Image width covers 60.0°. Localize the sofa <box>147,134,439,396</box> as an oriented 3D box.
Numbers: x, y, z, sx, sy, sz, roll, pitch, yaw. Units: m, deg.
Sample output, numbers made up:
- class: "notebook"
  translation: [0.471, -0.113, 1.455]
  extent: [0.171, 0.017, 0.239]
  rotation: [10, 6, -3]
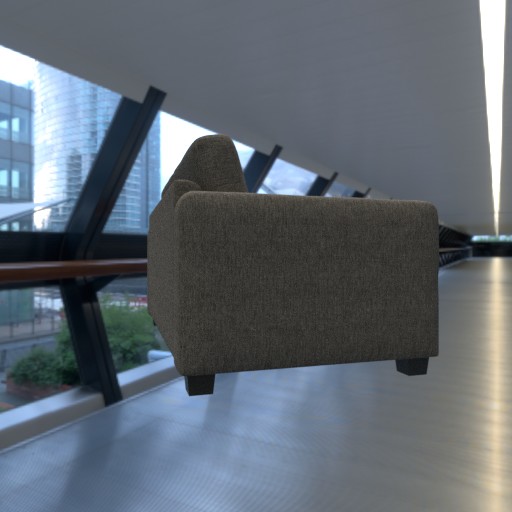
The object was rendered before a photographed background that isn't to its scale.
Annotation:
- class: "sofa"
  translation: [0.000, 0.000, 2.055]
  extent: [0.900, 0.800, 1.520]
  rotation: [0, 0, -17]
